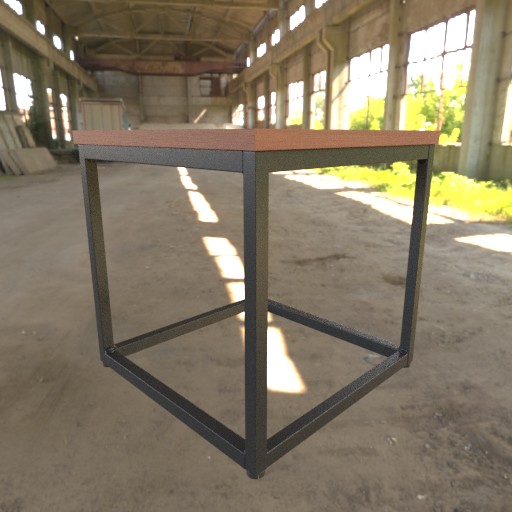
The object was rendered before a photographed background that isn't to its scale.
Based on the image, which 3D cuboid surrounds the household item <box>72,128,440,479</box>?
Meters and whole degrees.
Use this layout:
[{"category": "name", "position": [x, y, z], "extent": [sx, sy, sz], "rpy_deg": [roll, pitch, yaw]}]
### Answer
[{"category": "household item", "position": [0.000, 0.000, 0.734], "extent": [0.400, 0.400, 0.400], "rpy_deg": [-15, 21, -43]}]
